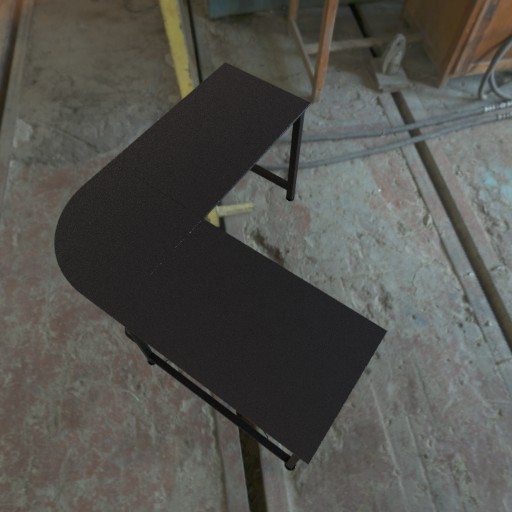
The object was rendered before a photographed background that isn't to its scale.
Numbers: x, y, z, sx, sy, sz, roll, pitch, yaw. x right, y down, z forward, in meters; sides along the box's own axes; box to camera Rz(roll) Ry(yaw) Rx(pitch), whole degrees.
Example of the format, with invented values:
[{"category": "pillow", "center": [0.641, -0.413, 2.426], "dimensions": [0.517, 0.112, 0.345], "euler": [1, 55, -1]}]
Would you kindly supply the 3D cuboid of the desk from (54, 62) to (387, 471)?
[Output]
[{"category": "desk", "center": [0.000, 0.000, 2.208], "dimensions": [1.400, 0.762, 1.400], "euler": [32, 65, 17]}]
